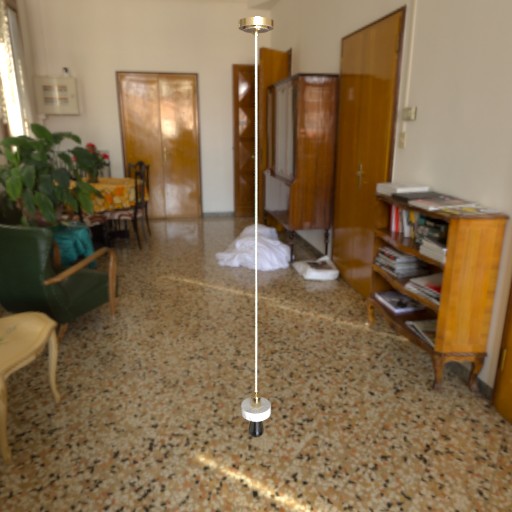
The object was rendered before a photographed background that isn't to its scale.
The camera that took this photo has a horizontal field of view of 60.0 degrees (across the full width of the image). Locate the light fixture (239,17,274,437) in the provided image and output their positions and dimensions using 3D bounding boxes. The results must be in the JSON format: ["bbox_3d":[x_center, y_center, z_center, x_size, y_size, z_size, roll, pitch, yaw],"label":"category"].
[{"bbox_3d":[0.000,0.000,1.746,0.129,1.669,0.129,15,22,42],"label":"light fixture"}]
